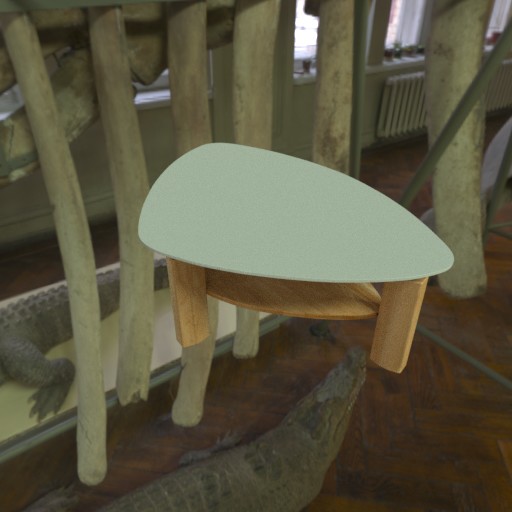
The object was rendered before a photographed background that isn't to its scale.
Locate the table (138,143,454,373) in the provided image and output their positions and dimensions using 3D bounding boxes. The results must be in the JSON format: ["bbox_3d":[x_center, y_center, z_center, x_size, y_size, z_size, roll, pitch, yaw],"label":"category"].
[{"bbox_3d":[0.000,0.000,1.636,0.850,0.440,1.250,-21,38,-30],"label":"table"}]
